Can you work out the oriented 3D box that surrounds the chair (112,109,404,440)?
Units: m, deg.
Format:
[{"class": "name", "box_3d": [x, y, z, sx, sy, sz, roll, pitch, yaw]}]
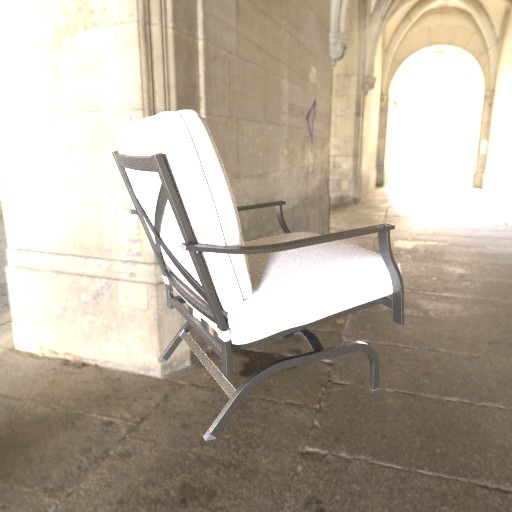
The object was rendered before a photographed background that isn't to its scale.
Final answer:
[{"class": "chair", "box_3d": [0.000, 0.000, 1.443, 0.787, 0.860, 0.650, -7, 15, -25]}]
